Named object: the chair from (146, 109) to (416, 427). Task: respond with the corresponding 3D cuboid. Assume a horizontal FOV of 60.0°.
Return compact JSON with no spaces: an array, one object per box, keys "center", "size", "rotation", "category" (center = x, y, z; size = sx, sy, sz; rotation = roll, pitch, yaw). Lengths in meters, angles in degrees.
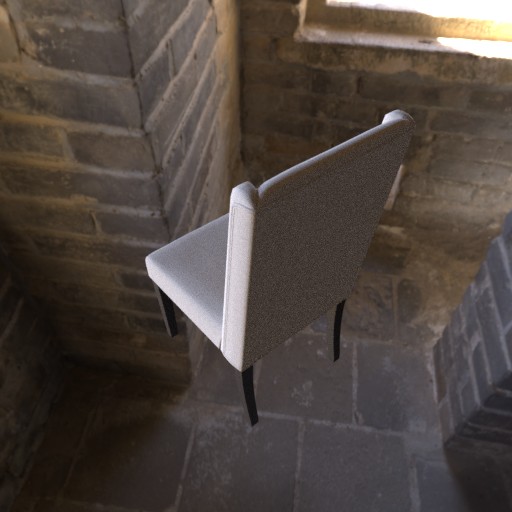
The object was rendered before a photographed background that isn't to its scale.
[{"center":[0.000,0.000,1.281],"size":[0.474,0.961,0.523],"rotation":[-30,53,-26],"category":"chair"}]
